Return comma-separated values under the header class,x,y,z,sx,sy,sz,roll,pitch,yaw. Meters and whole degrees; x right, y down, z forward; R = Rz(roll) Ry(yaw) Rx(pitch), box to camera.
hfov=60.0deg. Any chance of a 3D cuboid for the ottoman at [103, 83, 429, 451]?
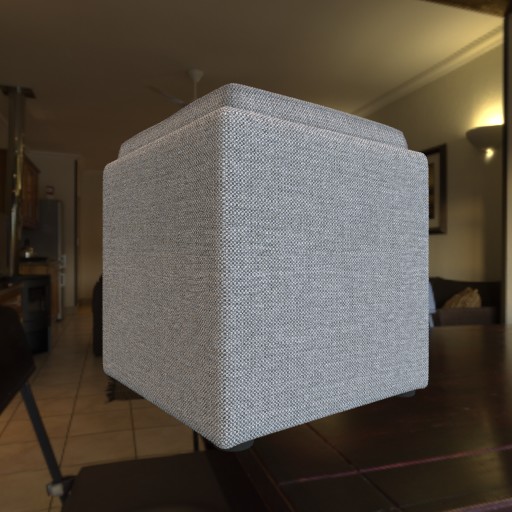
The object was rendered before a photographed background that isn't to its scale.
class,x,y,z,sx,sy,sz,roll,pitch,yaw
ottoman,0.000,0.000,0.835,0.436,0.487,0.454,0,0,-37
